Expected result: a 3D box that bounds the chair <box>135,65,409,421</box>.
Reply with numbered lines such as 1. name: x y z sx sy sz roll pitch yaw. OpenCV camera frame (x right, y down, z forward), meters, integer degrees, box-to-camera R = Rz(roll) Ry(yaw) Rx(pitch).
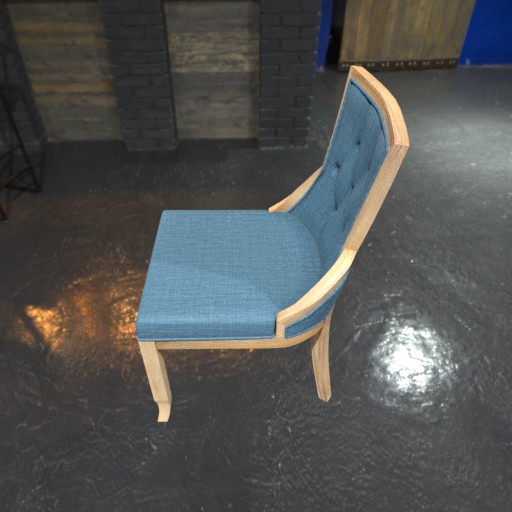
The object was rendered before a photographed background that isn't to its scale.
1. chair: 0.000 0.000 1.319 0.641 0.947 0.524 -1 41 -1
